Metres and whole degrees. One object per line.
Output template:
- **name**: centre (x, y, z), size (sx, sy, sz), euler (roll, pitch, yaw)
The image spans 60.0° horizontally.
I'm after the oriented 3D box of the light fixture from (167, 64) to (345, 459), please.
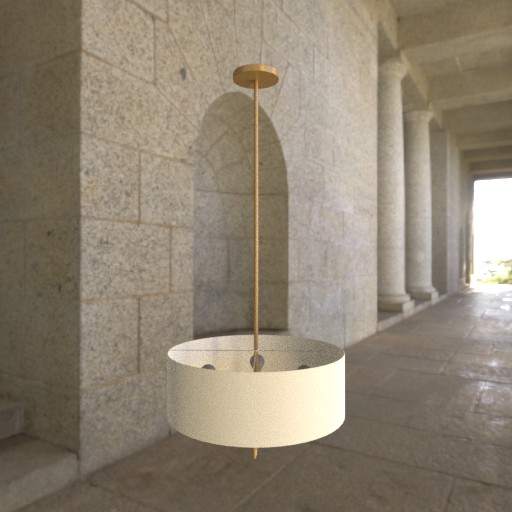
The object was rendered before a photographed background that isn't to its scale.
- **light fixture**: centre (0.000, 0.000, 1.295), size (0.508, 1.067, 0.508), euler (0, 0, 0)
